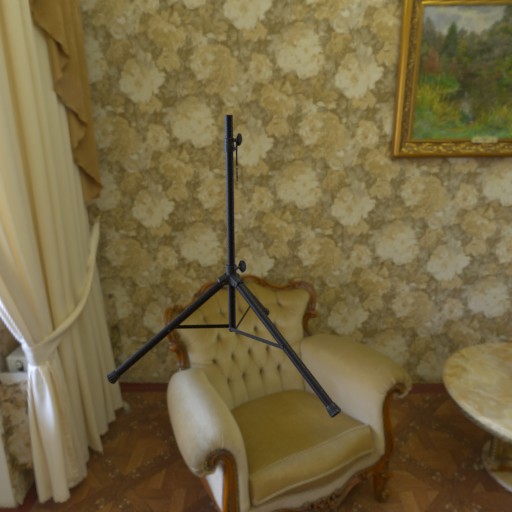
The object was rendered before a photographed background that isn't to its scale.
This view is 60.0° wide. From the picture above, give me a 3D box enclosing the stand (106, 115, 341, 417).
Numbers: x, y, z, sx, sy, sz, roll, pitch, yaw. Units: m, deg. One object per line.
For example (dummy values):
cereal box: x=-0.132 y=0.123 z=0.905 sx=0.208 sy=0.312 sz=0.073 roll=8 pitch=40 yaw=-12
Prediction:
stand: x=0.000 y=0.000 z=1.864 sx=1.045 sy=1.136 sz=0.907 roll=-16 pitch=23 yaw=-42
